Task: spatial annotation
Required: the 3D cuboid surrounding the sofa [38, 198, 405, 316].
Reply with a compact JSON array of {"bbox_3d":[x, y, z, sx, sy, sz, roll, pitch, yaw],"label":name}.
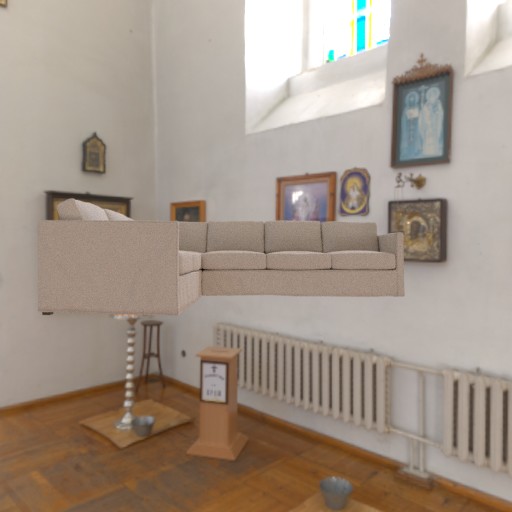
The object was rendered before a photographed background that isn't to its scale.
[{"bbox_3d":[0.000,0.000,4.402,3.182,0.871,2.432,0,0,-1],"label":"sofa"}]
